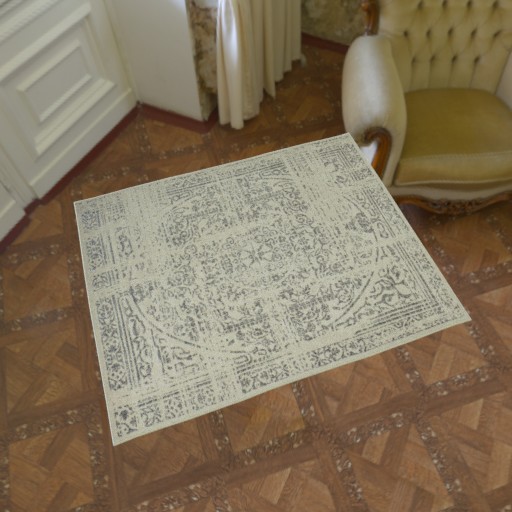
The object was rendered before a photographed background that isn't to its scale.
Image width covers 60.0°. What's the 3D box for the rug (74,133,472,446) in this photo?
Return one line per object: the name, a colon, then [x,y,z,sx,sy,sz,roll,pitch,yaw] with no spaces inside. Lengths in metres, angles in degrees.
rug: [0.000,0.000,3.915,2.921,0.032,2.311,-16,59,-10]
